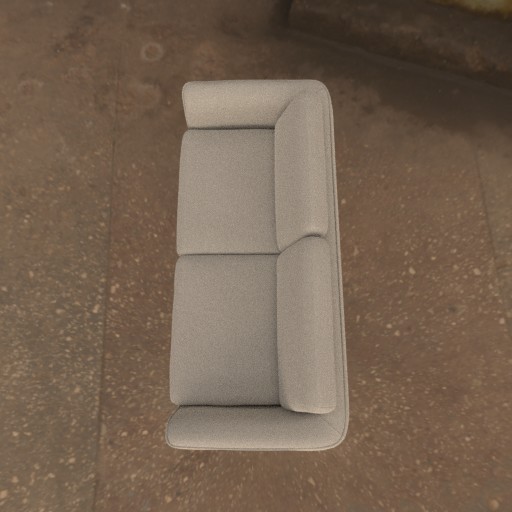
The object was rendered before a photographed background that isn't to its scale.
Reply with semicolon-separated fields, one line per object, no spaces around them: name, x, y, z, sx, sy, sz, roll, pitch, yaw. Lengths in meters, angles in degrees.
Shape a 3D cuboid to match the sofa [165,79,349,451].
sofa;0.000;0.000;2.492;0.920;0.850;2.000;0;74;0
